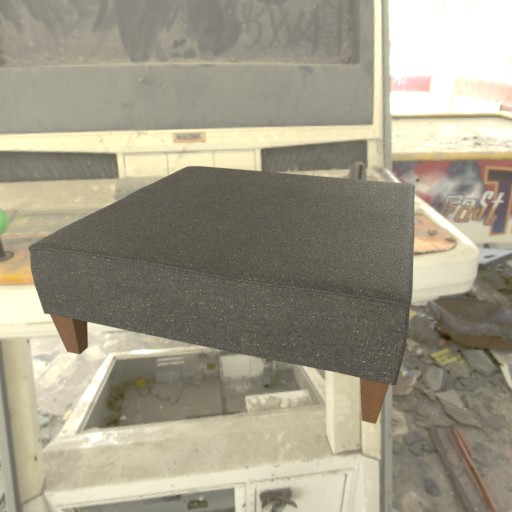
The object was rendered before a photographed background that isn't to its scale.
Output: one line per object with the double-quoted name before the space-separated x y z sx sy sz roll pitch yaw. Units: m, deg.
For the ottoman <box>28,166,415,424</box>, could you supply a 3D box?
"ottoman" 0.000 0.000 1.536 1.004 0.382 0.968 8 26 17
